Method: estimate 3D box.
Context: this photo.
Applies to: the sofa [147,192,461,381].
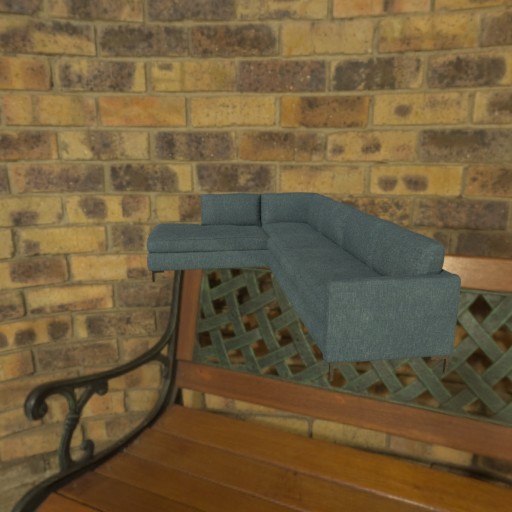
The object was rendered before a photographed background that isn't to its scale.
[{"bbox_3d":[0.000,0.000,3.850,2.007,0.815,2.949,-2,14,-8],"label":"sofa"}]
